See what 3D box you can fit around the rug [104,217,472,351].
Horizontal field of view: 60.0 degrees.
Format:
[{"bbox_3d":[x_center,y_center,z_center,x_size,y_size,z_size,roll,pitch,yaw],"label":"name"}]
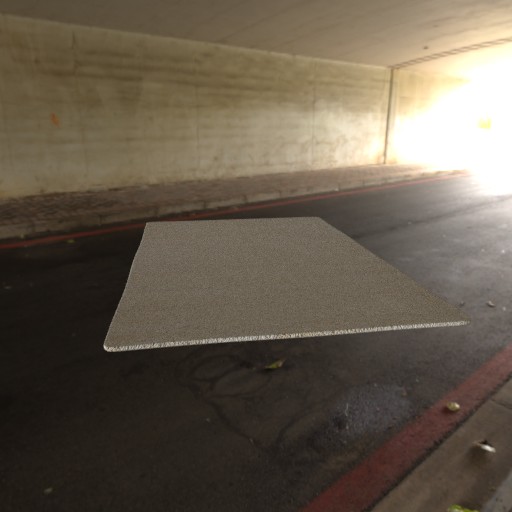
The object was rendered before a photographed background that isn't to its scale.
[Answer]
[{"bbox_3d":[0.000,0.000,3.353,1.798,0.025,2.698,-3,16,-9],"label":"rug"}]
